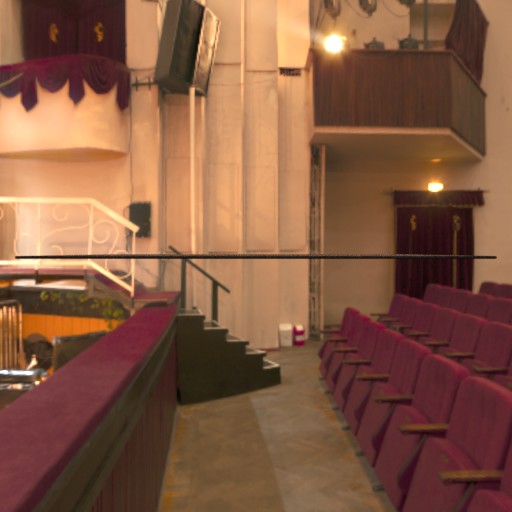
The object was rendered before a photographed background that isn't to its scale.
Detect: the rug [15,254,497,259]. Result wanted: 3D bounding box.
[{"bbox_3d":[0.000,0.000,3.000,2.441,0.015,1.526,0,1,0],"label":"rug"}]
